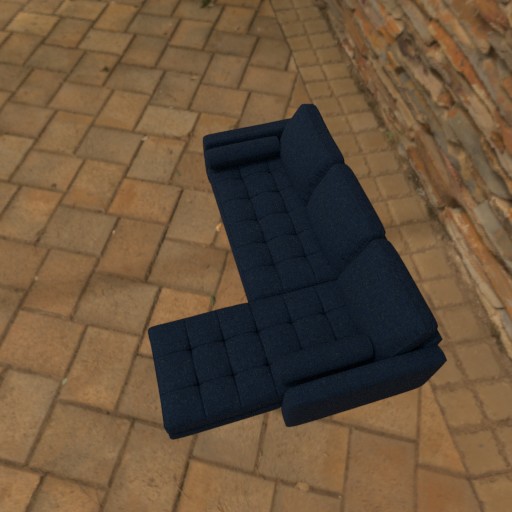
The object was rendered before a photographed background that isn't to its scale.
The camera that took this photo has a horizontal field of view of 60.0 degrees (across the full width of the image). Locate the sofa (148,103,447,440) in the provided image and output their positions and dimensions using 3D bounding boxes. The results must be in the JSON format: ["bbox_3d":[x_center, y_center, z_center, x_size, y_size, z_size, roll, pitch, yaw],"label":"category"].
[{"bbox_3d":[0.000,0.000,3.040,1.613,0.841,2.185,-14,58,-9],"label":"sofa"}]
